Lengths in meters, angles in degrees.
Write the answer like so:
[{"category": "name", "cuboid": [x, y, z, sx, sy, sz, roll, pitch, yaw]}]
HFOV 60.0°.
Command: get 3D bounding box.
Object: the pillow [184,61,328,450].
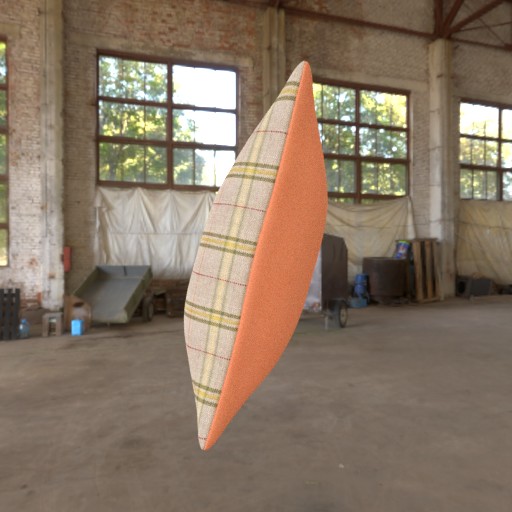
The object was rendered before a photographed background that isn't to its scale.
[{"category": "pillow", "cuboid": [0.000, 0.000, 0.710, 0.200, 0.430, 0.453, 0, 0, 1]}]
